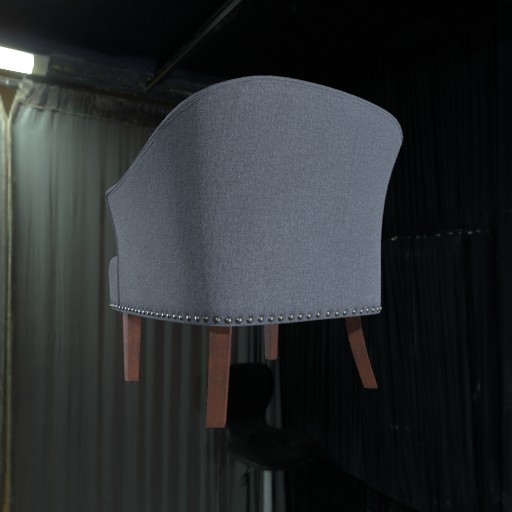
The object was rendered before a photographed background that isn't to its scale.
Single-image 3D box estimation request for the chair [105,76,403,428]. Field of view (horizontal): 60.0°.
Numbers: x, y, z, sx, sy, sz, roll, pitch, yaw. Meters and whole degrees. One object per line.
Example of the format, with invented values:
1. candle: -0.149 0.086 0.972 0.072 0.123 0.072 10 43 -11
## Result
1. chair: 0.000 0.000 1.372 0.798 0.815 0.704 1 -2 -37
